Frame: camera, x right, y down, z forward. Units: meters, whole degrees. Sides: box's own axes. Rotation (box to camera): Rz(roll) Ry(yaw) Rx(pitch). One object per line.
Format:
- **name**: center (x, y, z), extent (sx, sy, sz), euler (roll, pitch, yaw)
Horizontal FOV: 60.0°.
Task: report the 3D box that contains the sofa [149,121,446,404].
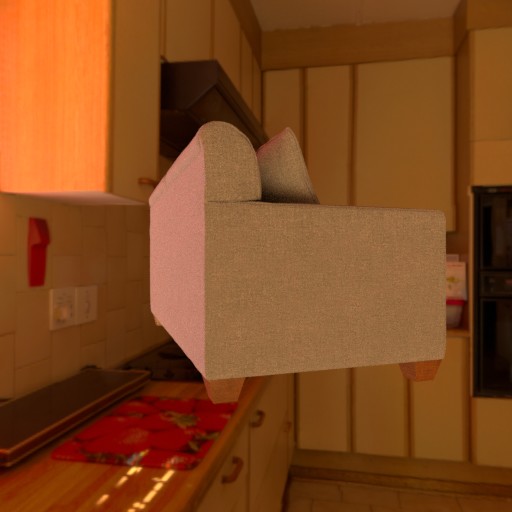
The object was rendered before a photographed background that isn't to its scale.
- **sofa**: center (0.000, 0.000, 2.416), extent (1.000, 0.958, 1.846), euler (0, 0, -19)
